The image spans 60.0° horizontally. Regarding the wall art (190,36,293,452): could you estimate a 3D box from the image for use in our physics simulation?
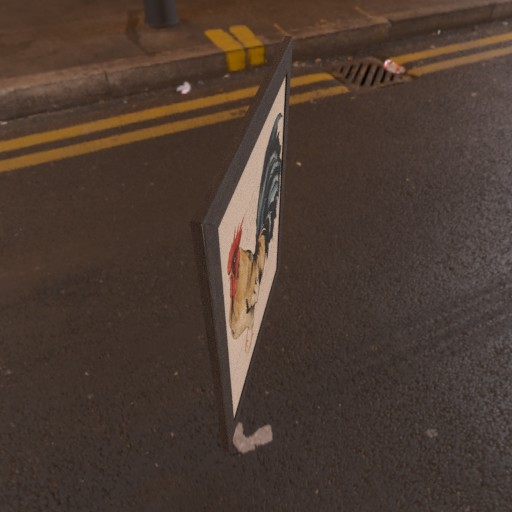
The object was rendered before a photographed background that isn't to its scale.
[{"bbox_3d":[0.000,0.000,0.779,0.013,0.570,0.476,10,47,9],"label":"wall art"}]
